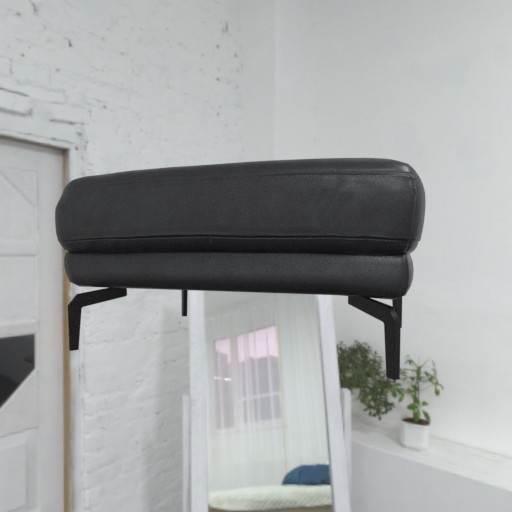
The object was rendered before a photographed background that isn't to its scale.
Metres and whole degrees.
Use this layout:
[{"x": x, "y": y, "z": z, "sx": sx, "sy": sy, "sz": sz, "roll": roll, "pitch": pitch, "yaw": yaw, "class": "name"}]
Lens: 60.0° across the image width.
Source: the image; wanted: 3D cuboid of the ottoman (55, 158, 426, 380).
[{"x": 0.000, "y": 0.000, "z": 1.089, "sx": 0.764, "sy": 0.402, "sz": 0.570, "roll": 0, "pitch": 1, "yaw": 19, "class": "ottoman"}]
